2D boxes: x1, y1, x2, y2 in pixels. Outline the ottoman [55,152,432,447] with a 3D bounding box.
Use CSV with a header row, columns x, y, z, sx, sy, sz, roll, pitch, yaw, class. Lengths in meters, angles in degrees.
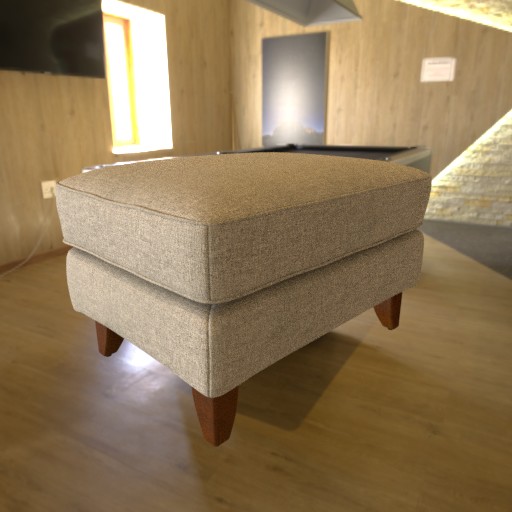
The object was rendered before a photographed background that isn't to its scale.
x,y,z,sx,sy,sz,roll,pitch,yaw,class
0.000,0.000,1.285,0.661,0.561,0.889,17,25,42,ottoman
